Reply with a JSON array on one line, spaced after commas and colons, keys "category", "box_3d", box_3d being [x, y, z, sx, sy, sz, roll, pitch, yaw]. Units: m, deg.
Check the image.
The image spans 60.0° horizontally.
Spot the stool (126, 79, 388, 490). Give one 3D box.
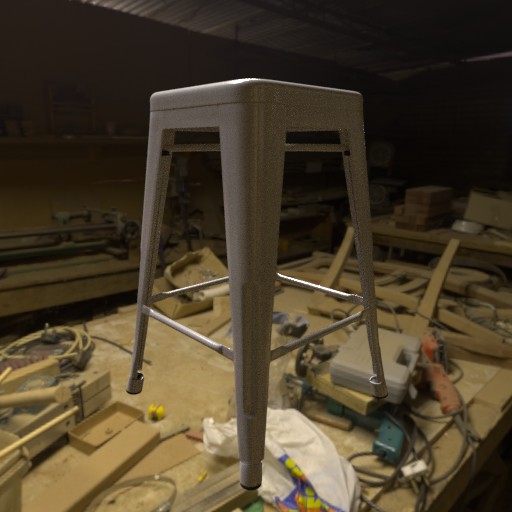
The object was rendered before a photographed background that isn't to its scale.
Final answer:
[{"category": "stool", "box_3d": [0.000, 0.000, 0.878, 0.406, 0.610, 0.406, -13, 19, -42]}]
